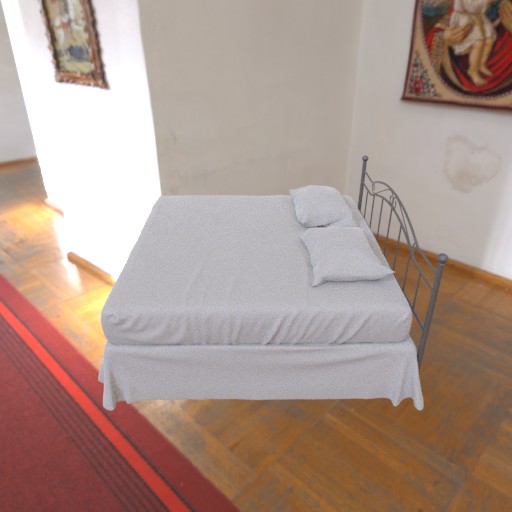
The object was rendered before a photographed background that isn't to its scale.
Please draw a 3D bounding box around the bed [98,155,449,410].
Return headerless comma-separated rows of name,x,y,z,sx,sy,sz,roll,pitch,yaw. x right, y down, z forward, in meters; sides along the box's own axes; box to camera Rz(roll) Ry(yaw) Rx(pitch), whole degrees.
bed,0.000,0.000,3.617,2.220,1.080,2.309,0,29,0
